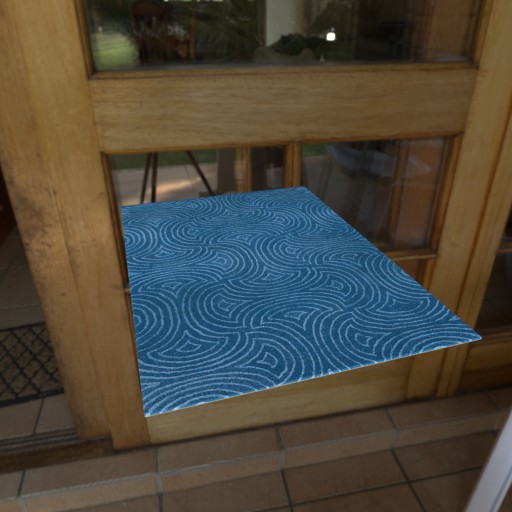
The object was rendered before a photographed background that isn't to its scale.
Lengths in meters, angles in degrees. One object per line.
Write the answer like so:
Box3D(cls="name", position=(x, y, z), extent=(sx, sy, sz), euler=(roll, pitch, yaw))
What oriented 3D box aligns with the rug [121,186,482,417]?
Box3D(cls="rug", position=(0.000, 0.000, 2.765), extent=(1.543, 0.015, 2.144), euler=(-9, 30, -15))
